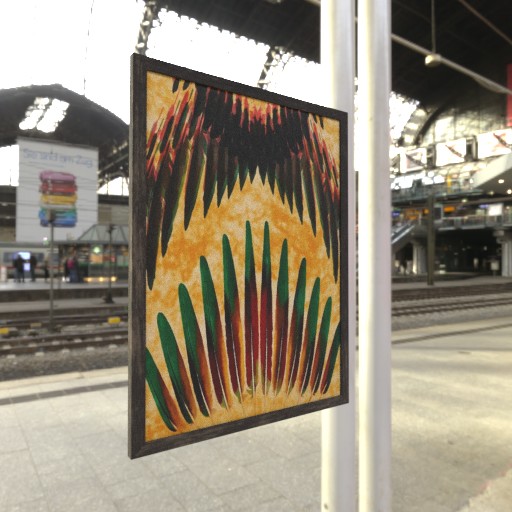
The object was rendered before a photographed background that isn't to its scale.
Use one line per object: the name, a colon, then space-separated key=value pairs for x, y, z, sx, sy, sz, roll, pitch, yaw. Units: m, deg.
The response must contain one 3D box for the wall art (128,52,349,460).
wall art: x=0.000 y=0.000 z=1.404 sx=0.812 sy=1.066 sz=0.029 roll=1 pitch=-1 yaw=-35
